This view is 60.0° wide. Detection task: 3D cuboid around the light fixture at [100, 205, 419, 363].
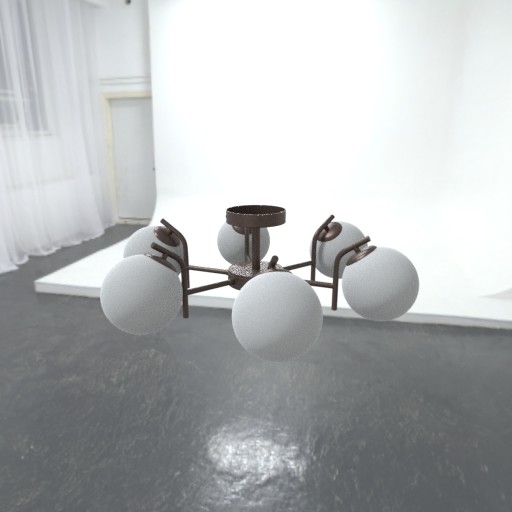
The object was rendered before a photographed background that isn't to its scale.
[{"bbox_3d":[0.000,0.000,0.947,0.662,0.201,0.662,0,16,0],"label":"light fixture"}]
